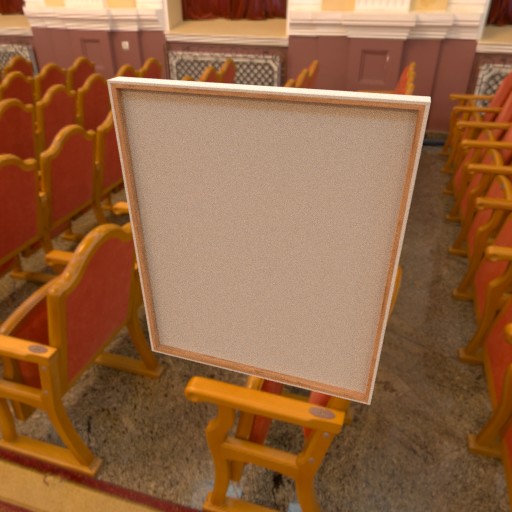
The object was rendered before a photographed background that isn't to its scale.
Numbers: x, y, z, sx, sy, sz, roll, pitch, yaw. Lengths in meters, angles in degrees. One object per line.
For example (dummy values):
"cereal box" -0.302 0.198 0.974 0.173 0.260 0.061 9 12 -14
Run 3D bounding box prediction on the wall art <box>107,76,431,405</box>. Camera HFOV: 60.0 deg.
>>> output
"wall art" 0.000 0.000 0.838 0.508 0.606 0.037 10 33 15
